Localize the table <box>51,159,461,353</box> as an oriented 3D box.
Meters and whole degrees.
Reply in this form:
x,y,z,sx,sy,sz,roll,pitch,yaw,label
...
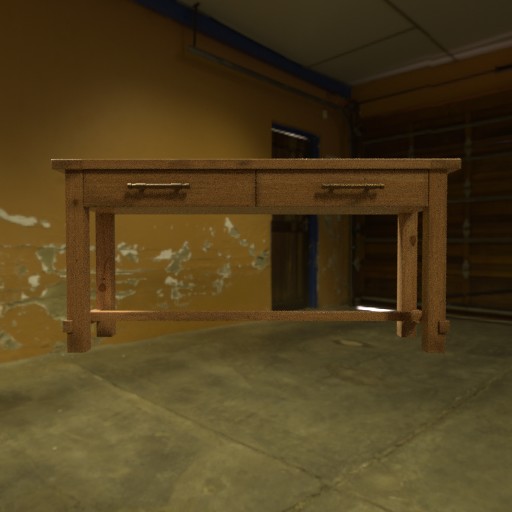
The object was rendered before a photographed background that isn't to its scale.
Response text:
x,y,z,sx,sy,sz,roll,pitch,yaw,label
0.000,0.000,1.921,1.599,0.762,0.442,0,1,0,table
